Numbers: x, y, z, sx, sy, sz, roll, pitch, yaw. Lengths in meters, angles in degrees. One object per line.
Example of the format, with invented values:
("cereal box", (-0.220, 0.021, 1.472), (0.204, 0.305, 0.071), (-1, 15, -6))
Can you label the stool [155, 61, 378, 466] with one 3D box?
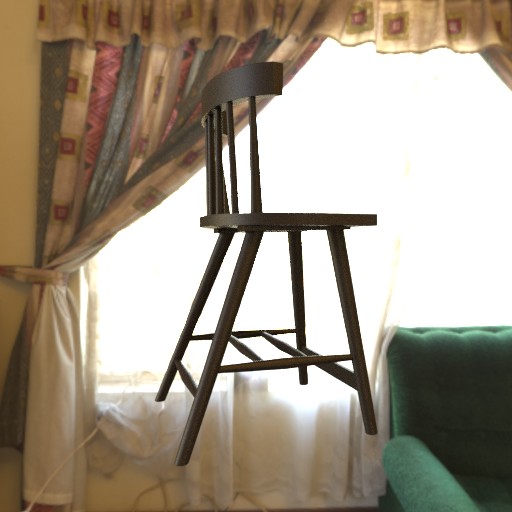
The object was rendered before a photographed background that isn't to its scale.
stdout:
("stool", (0.000, 0.000, 1.311), (0.549, 0.953, 0.494), (-1, 2, -19))
